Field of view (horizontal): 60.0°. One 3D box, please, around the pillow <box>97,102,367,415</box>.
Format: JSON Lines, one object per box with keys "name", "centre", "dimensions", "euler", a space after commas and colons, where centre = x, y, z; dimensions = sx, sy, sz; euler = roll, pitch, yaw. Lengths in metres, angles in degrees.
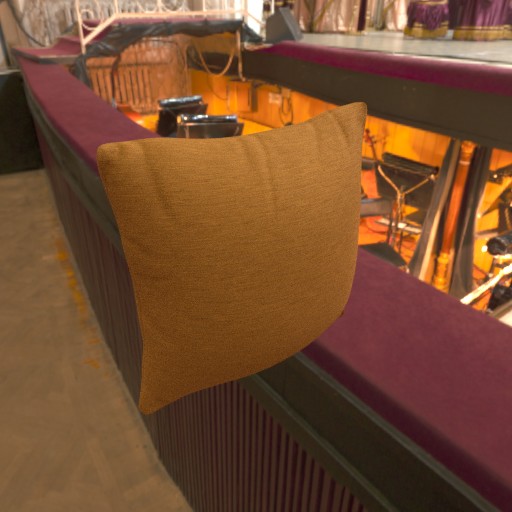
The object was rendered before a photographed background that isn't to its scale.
{"name": "pillow", "centre": [0.000, 0.000, 0.689], "dimensions": [0.435, 0.417, 0.247], "euler": [-20, 35, -32]}
